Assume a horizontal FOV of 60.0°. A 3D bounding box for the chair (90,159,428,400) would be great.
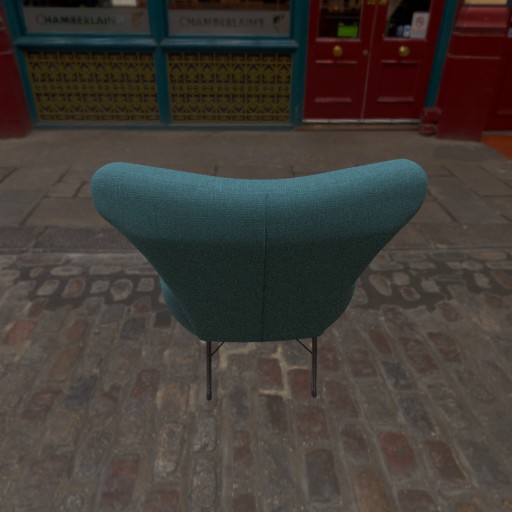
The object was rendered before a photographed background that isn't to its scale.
[{"bbox_3d":[0.000,0.000,1.848,1.050,0.980,0.900,-2,29,-3],"label":"chair"}]
